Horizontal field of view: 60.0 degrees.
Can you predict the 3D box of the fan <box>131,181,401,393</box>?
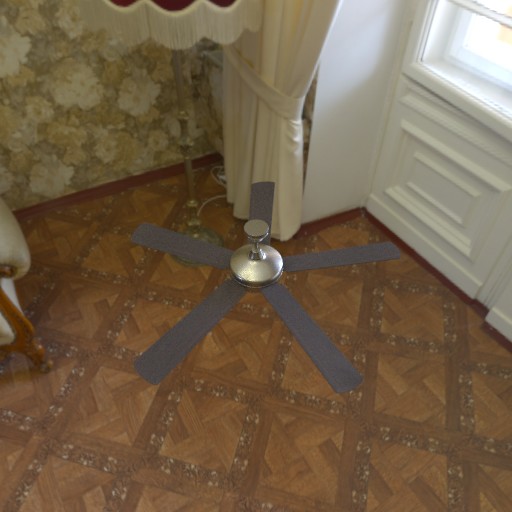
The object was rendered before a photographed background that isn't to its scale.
[{"bbox_3d":[0.000,0.000,2.020,1.321,0.356,1.321,10,47,9],"label":"fan"}]
